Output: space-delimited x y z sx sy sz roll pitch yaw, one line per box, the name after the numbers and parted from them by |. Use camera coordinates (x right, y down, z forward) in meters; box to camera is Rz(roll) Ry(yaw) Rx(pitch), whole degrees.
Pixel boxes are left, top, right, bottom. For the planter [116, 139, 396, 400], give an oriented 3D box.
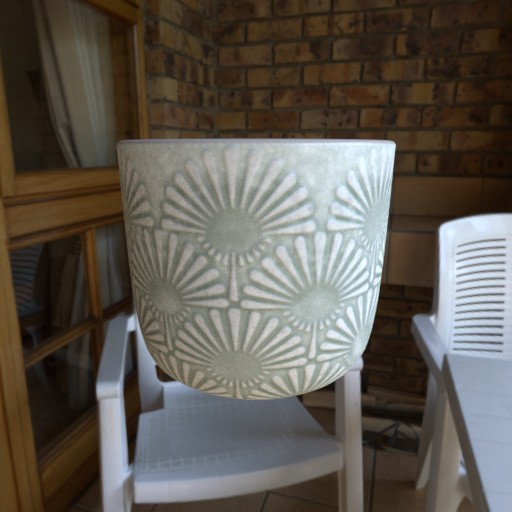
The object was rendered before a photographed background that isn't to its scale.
0.000 0.000 0.218 0.124 0.109 0.124 0 14 0 | planter
